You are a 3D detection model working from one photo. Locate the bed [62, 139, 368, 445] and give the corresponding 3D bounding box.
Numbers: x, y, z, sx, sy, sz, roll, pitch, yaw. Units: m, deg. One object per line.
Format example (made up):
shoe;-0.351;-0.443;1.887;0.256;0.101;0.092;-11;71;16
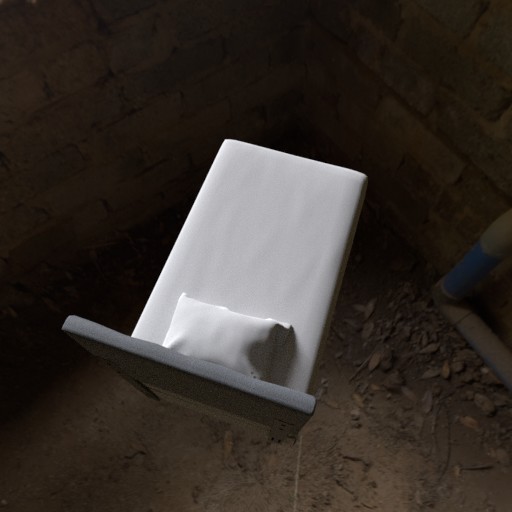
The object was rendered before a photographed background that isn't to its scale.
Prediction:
bed;0.000;0.000;2.946;1.261;1.571;1.997;17;64;8
